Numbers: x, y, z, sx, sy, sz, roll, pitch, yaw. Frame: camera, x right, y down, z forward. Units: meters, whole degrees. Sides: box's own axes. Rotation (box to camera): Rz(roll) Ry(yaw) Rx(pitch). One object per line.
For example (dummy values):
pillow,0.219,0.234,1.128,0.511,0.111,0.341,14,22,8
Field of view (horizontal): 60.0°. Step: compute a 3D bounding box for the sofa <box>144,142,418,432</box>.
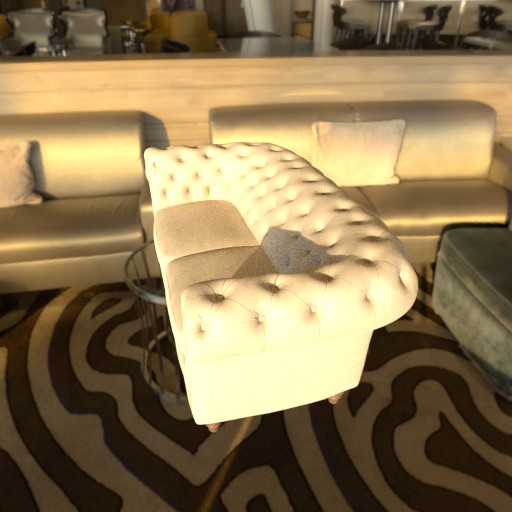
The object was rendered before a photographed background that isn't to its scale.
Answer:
sofa,0.000,0.000,2.509,1.069,0.835,1.988,-8,31,-14
